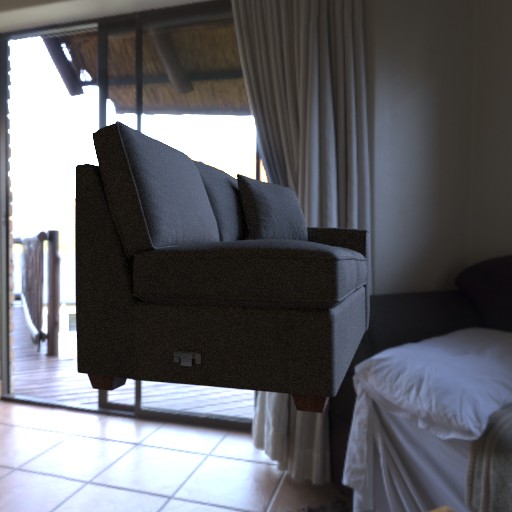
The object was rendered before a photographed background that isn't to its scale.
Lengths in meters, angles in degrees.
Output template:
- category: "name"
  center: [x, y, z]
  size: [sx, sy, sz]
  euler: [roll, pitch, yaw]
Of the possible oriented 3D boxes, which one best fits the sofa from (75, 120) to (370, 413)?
- category: "sofa"
  center: [0.000, 0.000, 2.119]
  size: [0.991, 0.989, 1.388]
  euler: [0, 0, 18]
